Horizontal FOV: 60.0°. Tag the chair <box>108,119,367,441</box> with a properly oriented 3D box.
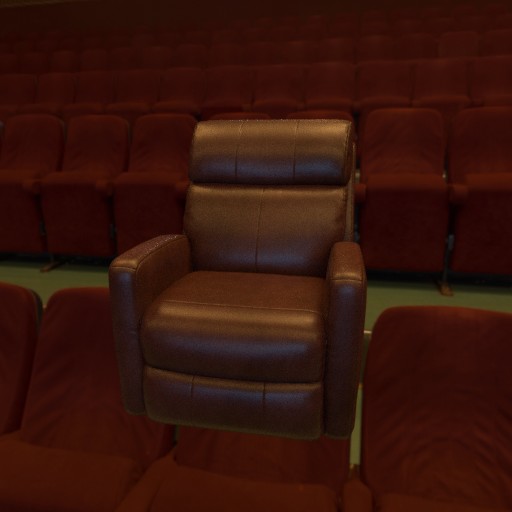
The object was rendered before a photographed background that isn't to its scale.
[{"bbox_3d":[0.000,0.000,1.679,0.787,1.016,0.939,3,15,10],"label":"chair"}]
